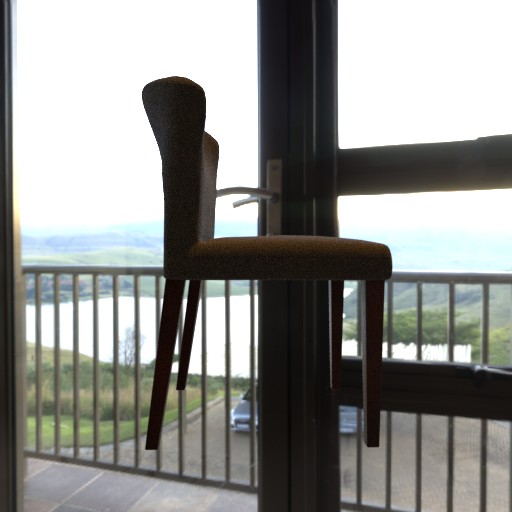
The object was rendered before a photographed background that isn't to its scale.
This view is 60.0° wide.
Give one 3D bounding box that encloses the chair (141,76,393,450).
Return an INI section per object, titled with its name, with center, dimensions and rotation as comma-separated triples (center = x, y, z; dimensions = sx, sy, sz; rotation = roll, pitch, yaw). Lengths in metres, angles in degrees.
[chair]
center = 0.000, 0.000, 1.183
dimensions = 0.589, 0.839, 0.491
rotation = 0, 1, -1
